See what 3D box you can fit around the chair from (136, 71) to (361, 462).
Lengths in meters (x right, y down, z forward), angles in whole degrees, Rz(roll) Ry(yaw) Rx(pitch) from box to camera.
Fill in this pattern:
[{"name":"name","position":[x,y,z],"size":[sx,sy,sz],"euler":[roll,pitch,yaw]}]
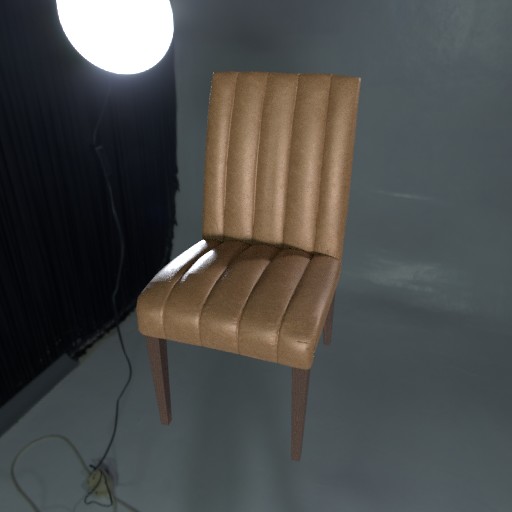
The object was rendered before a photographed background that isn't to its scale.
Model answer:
[{"name":"chair","position":[0.000,0.000,1.377],"size":[0.511,1.016,0.647],"euler":[8,28,16]}]
